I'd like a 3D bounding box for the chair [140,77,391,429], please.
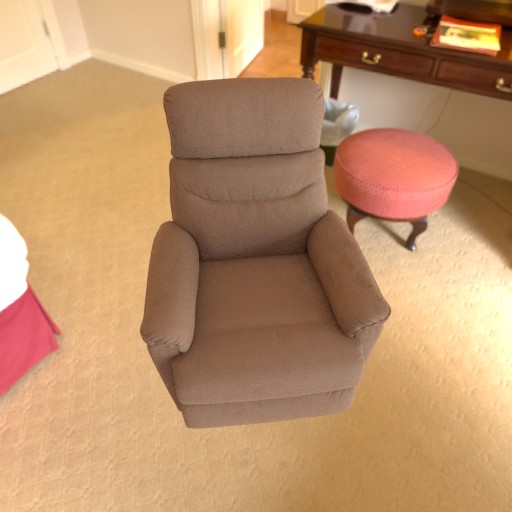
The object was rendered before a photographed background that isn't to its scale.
[{"bbox_3d":[0.000,0.000,1.729,0.820,1.037,1.004,-4,45,-5],"label":"chair"}]
